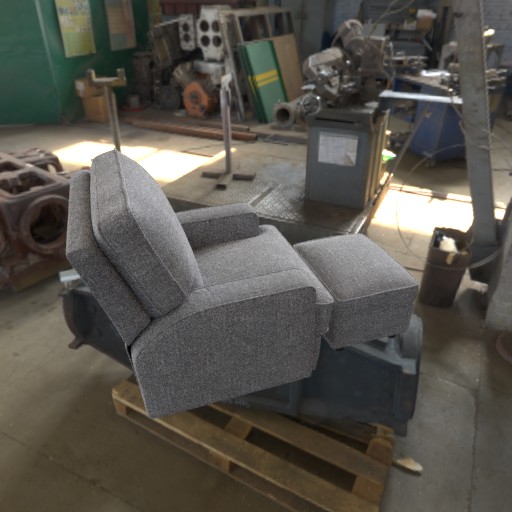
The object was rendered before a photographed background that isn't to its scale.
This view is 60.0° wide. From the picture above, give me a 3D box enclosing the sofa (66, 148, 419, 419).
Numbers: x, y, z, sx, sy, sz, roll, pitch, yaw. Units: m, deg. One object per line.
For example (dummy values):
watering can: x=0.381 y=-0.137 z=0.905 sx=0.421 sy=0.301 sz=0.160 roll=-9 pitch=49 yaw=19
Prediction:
sofa: x=0.000 y=0.000 z=2.033 sx=1.472 sy=0.959 sz=0.861 roll=-10 pitch=32 yaw=-16
